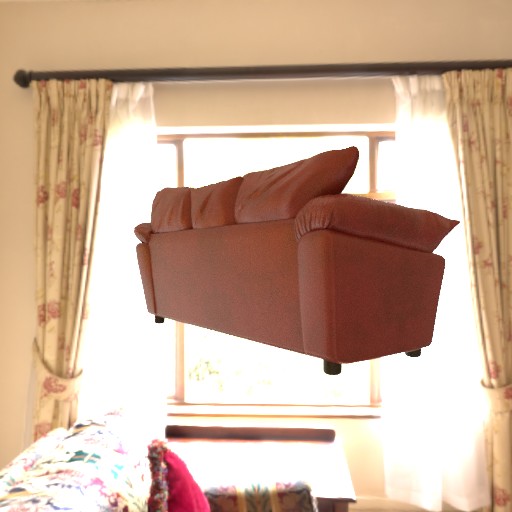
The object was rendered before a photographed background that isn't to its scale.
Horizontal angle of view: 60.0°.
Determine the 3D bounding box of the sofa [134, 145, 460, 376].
[{"bbox_3d":[0.000,0.000,2.982,0.907,1.091,2.390,0,0,-36],"label":"sofa"}]
